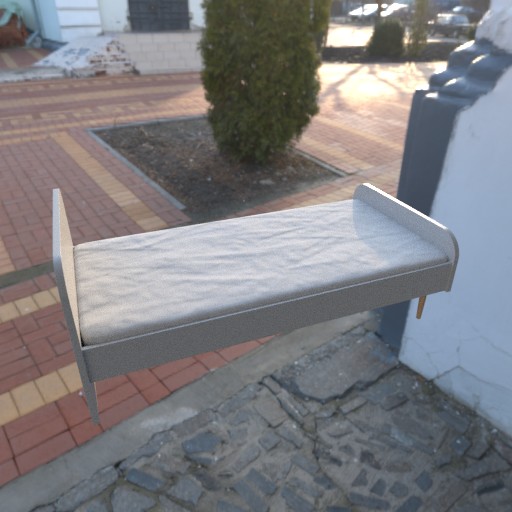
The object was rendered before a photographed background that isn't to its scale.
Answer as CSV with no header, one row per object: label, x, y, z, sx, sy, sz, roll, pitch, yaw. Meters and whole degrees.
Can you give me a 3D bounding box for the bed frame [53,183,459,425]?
bed frame,0.000,0.000,2.501,1.963,0.805,0.998,-11,31,-19
